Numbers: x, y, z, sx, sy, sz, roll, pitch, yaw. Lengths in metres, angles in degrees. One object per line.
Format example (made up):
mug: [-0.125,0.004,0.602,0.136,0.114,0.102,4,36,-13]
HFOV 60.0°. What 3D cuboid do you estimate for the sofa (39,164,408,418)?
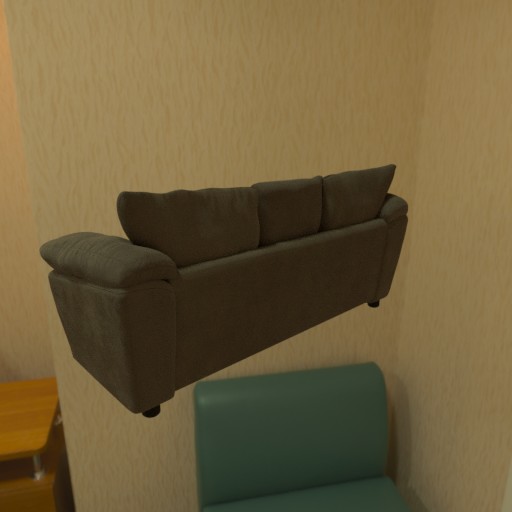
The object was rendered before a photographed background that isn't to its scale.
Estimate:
sofa: [0.000,0.000,2.808,2.336,1.073,0.878,-15,22,-41]
